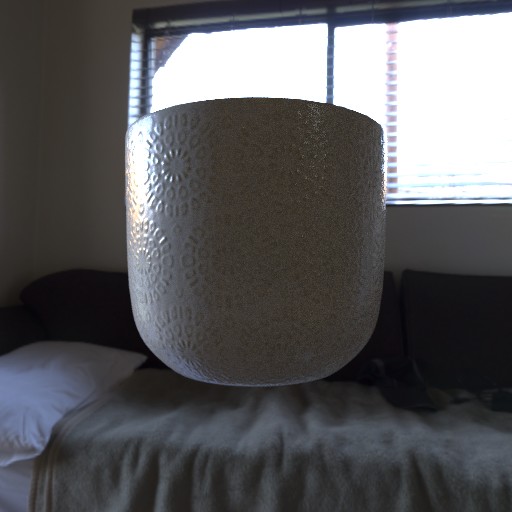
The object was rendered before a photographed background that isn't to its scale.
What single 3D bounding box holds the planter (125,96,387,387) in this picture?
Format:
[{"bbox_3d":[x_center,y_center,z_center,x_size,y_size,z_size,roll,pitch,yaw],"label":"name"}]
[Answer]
[{"bbox_3d":[0.000,0.000,0.299,0.170,0.152,0.170,0,-2,0],"label":"planter"}]
